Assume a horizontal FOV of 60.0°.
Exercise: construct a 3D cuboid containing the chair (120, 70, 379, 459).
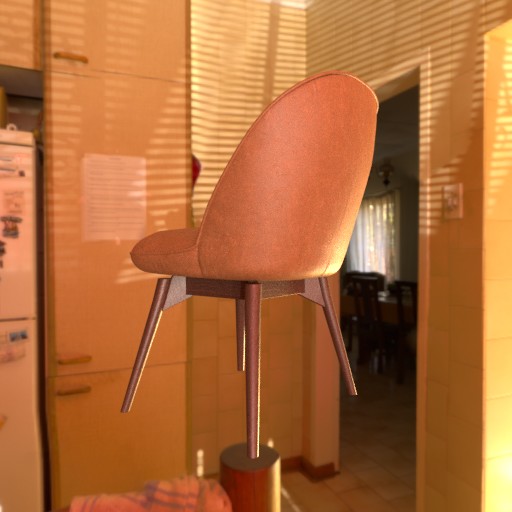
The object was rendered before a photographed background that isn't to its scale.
[{"bbox_3d":[0.000,0.000,1.229,0.631,0.831,0.521,1,1,37],"label":"chair"}]
